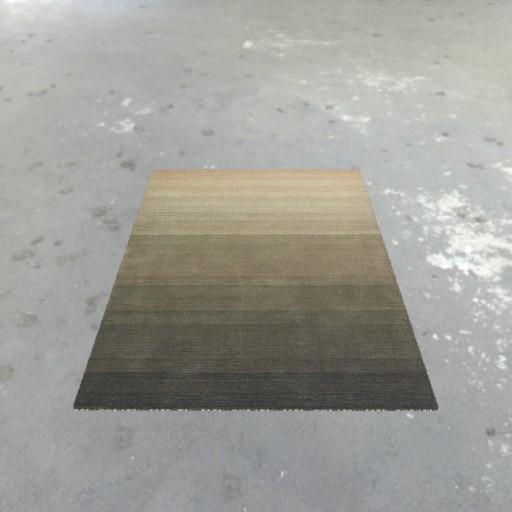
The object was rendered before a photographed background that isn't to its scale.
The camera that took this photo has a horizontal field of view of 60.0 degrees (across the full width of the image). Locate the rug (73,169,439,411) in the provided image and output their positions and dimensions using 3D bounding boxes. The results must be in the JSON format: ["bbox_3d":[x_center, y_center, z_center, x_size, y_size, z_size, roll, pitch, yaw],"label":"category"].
[{"bbox_3d":[0.000,0.000,3.850,2.305,0.017,2.902,0,42,0],"label":"rug"}]
